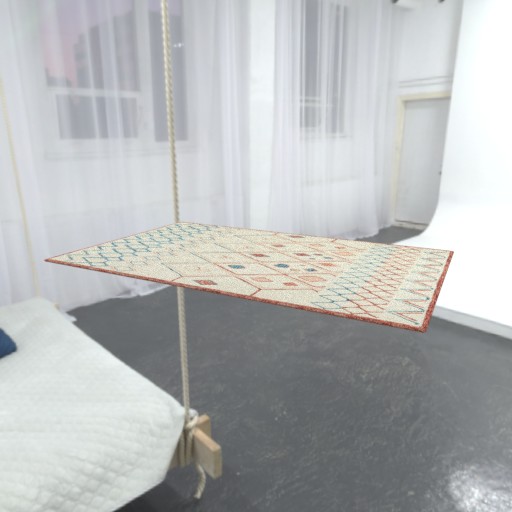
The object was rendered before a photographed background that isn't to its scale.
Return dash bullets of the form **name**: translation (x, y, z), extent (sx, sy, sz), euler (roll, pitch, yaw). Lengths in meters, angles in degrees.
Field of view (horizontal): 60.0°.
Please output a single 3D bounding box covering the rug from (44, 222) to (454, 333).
- **rug**: translation (0.000, 0.000, 3.099), extent (2.438, 0.015, 1.524), euler (8, 17, 26)
